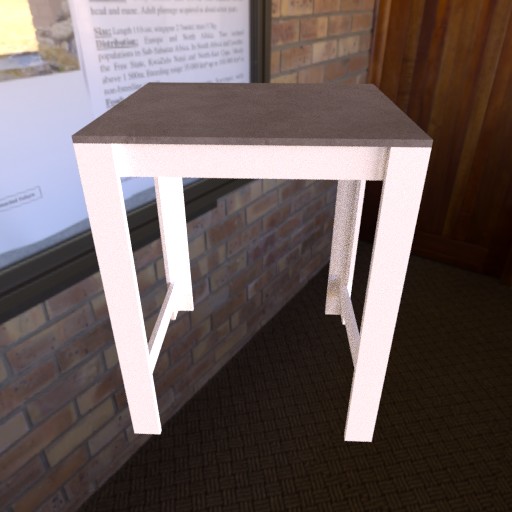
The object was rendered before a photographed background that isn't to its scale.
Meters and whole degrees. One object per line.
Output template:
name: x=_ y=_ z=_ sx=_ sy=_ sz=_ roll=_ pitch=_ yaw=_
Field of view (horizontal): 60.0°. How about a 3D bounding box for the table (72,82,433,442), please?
table: x=0.000 y=0.000 z=1.539 sx=0.800 sy=1.020 sz=0.700 roll=1 pitch=31 yaw=2
